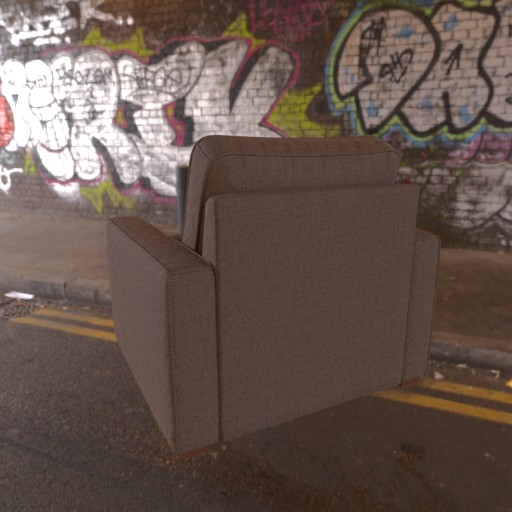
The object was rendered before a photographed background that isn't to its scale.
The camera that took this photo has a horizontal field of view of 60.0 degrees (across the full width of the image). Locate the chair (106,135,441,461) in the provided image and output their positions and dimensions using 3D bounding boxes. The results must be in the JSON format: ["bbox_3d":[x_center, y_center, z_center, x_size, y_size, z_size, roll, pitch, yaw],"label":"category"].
[{"bbox_3d":[0.000,0.000,1.749,1.017,0.919,0.940,-7,16,-26],"label":"chair"}]
